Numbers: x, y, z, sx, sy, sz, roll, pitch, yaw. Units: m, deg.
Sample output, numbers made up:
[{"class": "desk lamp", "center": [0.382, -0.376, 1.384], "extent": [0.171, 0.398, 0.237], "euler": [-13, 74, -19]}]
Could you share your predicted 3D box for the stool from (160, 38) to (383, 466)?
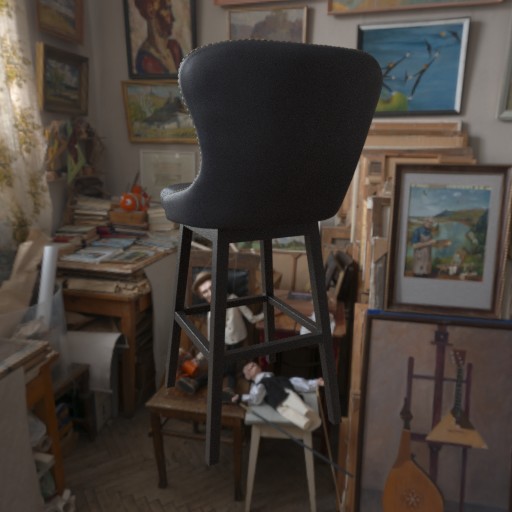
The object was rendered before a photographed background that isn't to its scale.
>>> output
[{"class": "stool", "center": [0.000, 0.000, 1.300], "extent": [0.528, 1.050, 0.601], "euler": [-7, 16, -25]}]
